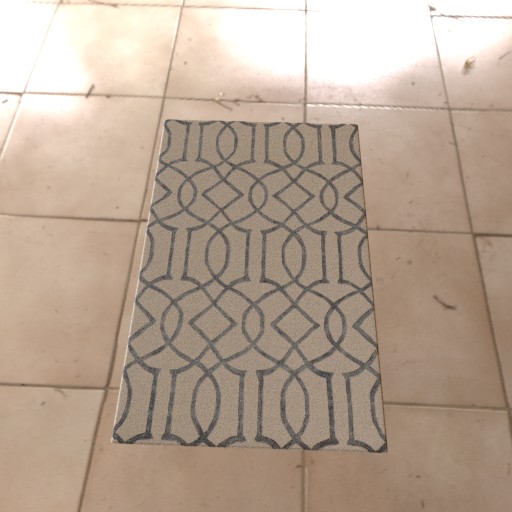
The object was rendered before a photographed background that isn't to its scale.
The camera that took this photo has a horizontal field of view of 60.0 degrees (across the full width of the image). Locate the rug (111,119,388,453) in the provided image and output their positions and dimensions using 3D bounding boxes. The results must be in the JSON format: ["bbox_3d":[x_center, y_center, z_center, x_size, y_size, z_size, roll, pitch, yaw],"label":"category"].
[{"bbox_3d":[0.000,0.000,2.960,1.521,0.017,2.365,2,63,1],"label":"rug"}]
